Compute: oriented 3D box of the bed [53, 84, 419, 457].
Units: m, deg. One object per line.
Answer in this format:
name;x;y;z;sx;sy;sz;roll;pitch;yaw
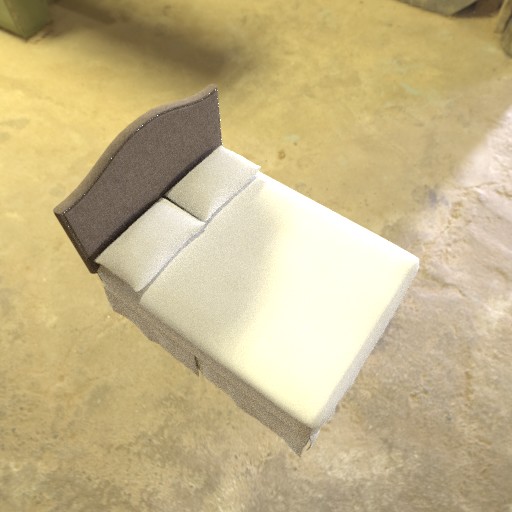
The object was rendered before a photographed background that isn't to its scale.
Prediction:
bed;0.000;0.000;3.360;2.153;1.518;1.713;32;62;19
